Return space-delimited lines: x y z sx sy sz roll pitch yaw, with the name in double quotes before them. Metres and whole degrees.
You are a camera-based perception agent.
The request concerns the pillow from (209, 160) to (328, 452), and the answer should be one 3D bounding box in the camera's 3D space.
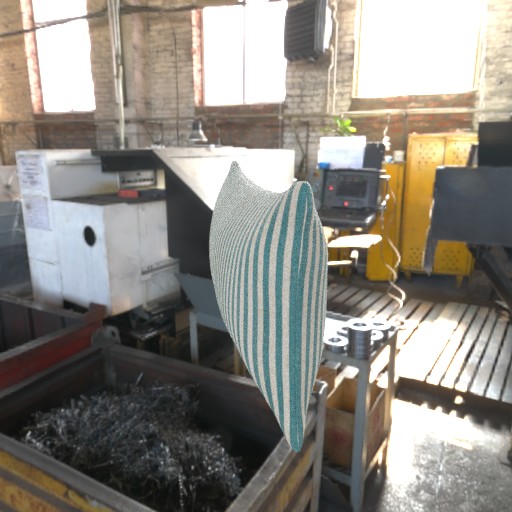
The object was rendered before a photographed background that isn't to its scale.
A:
"pillow" 0.000 0.000 0.742 0.151 0.295 0.617 -2 14 -9
